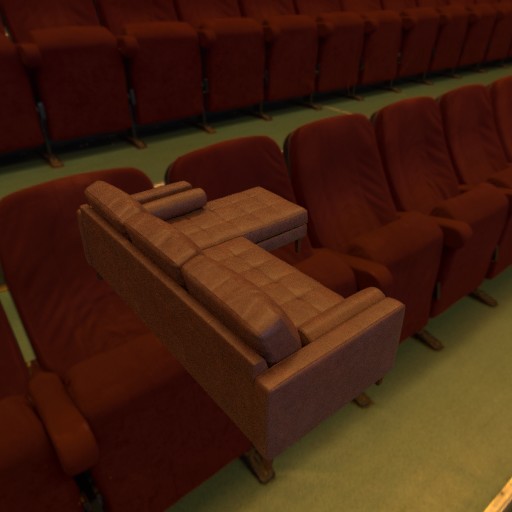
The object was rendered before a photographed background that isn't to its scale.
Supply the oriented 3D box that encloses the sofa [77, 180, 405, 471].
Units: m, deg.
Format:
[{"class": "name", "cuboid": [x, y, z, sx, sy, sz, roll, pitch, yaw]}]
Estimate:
[{"class": "sofa", "cuboid": [0.000, 0.000, 2.985, 1.613, 0.841, 2.185, -23, 38, -32]}]
